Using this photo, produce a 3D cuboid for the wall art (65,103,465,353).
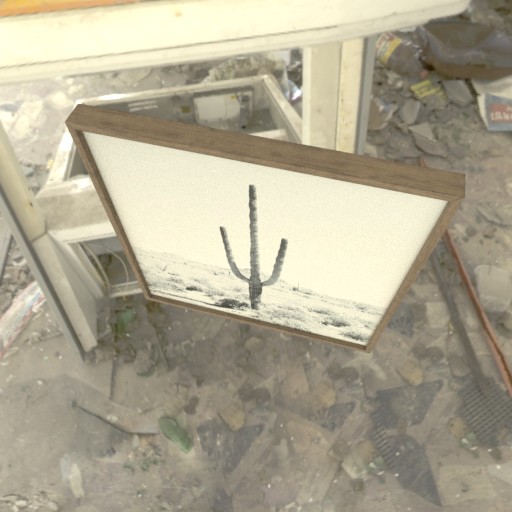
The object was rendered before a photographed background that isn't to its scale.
[{"bbox_3d":[0.000,0.000,0.769,0.508,0.508,0.038,12,58,8],"label":"wall art"}]
